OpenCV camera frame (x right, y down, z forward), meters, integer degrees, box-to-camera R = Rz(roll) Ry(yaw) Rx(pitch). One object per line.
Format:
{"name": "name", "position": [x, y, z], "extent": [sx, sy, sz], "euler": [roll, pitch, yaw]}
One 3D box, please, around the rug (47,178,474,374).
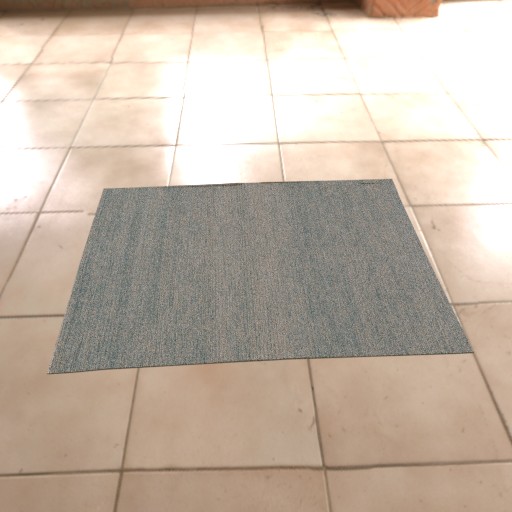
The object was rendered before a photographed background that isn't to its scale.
{"name": "rug", "position": [0.000, 0.000, 2.939], "extent": [2.306, 0.030, 1.613], "euler": [-2, 46, -2]}
